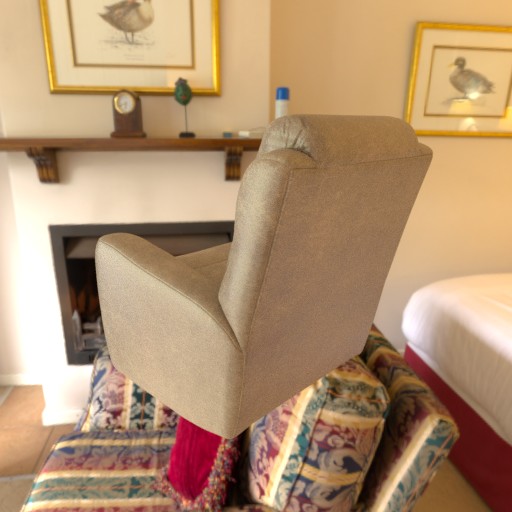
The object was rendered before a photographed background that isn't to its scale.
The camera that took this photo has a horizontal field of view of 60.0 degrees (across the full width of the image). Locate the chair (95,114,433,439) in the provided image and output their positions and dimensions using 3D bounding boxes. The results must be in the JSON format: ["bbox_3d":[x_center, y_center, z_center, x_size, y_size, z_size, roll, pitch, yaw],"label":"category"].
[{"bbox_3d":[0.000,0.000,1.855,1.068,1.116,0.965,16,23,42],"label":"chair"}]
